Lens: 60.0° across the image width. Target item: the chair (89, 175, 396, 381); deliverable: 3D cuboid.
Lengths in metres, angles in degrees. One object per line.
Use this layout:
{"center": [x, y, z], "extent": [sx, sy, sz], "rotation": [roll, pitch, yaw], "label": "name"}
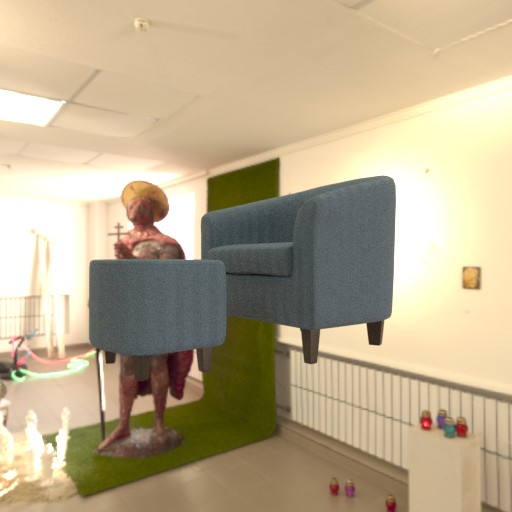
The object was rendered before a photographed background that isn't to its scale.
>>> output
{"center": [0.000, 0.000, 1.783], "extent": [1.288, 0.757, 0.756], "rotation": [0, 0, -37], "label": "chair"}
